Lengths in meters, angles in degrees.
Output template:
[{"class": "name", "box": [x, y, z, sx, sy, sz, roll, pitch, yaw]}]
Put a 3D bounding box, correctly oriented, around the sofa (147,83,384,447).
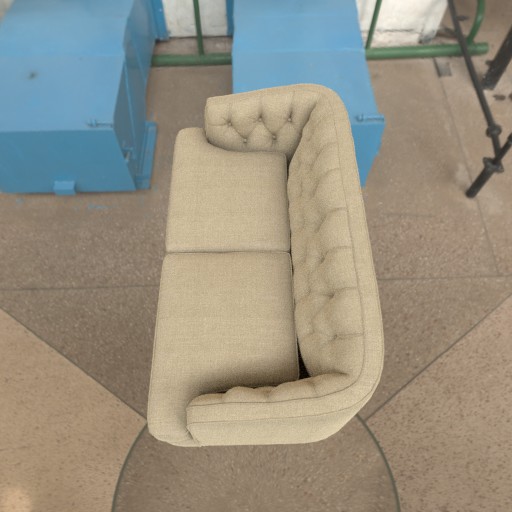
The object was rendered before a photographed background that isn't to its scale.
[{"class": "sofa", "box": [0.000, 0.000, 2.250, 0.941, 0.855, 1.733, -1, 60, 0]}]
